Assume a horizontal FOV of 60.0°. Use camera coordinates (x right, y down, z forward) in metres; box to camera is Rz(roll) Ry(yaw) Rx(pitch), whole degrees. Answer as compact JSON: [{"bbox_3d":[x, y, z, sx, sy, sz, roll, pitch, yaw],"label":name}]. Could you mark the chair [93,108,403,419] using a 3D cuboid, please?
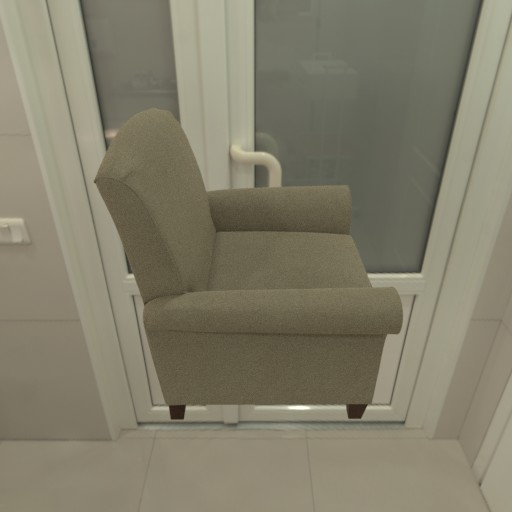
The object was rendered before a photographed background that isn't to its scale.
[{"bbox_3d":[0.000,0.000,1.755,0.905,1.061,0.978,0,31,0],"label":"chair"}]
